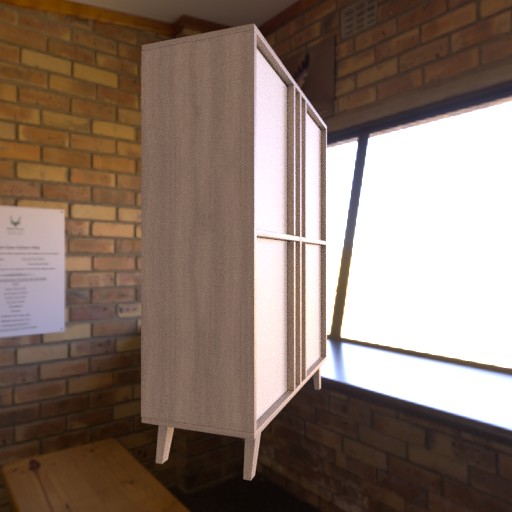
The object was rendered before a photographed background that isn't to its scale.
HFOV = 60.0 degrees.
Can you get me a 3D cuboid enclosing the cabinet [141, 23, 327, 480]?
[{"bbox_3d":[0.000,0.000,1.913,0.398,1.388,1.111,0,0,20],"label":"cabinet"}]
